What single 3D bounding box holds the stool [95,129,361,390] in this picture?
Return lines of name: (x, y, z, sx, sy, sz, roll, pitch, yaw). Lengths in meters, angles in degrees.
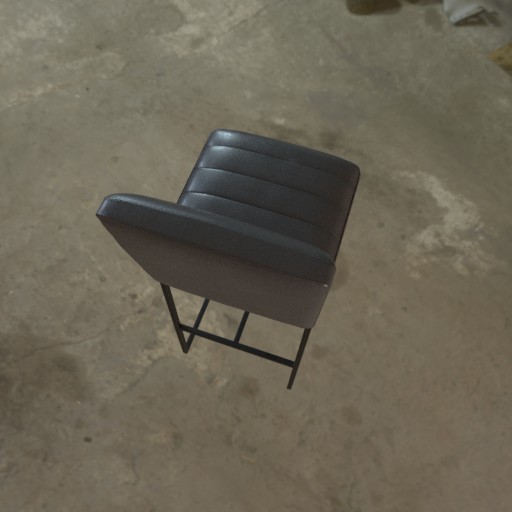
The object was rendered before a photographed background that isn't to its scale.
stool: (0.000, 0.000, 1.337, 0.457, 1.040, 0.552, 17, 64, 9)
